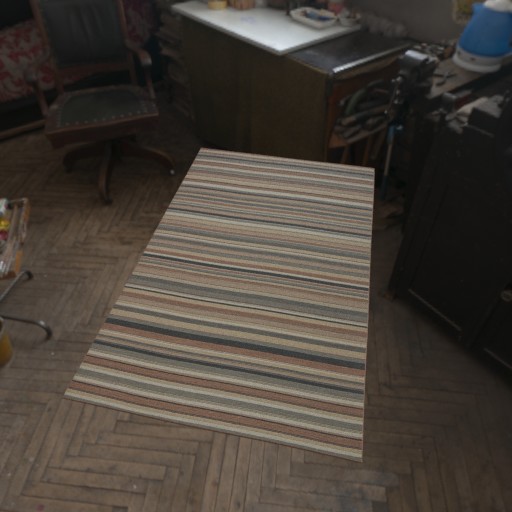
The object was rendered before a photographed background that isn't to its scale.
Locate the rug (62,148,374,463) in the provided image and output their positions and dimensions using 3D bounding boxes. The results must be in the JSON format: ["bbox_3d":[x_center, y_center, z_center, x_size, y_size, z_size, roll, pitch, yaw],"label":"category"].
[{"bbox_3d":[0.000,0.000,3.004,1.523,0.014,2.438,9,46,8],"label":"rug"}]
